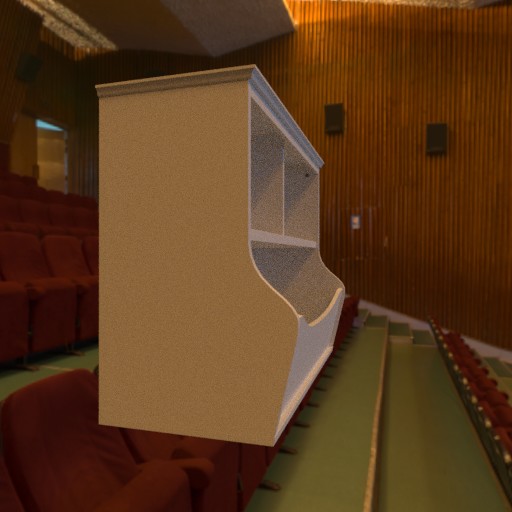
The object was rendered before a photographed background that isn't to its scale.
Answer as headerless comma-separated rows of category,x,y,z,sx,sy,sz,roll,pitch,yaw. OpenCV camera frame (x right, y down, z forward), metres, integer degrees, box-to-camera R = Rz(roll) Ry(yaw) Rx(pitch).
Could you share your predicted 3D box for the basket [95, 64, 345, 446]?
basket,0.000,0.000,1.137,0.376,0.625,0.792,0,0,17
